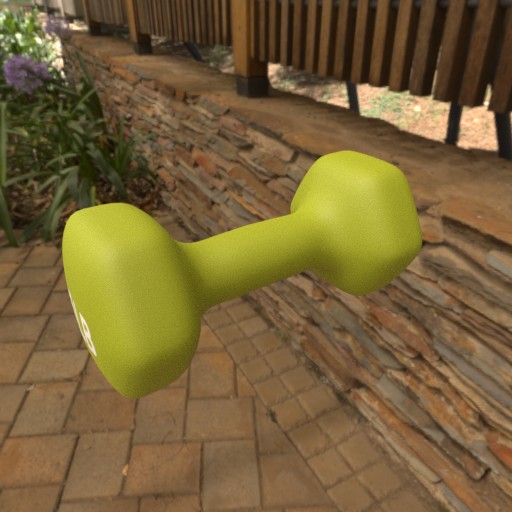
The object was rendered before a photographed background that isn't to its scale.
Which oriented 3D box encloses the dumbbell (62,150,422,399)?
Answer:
[{"bbox_3d":[0.000,0.000,0.209,0.164,0.072,0.080,-18,35,-29],"label":"dumbbell"}]
